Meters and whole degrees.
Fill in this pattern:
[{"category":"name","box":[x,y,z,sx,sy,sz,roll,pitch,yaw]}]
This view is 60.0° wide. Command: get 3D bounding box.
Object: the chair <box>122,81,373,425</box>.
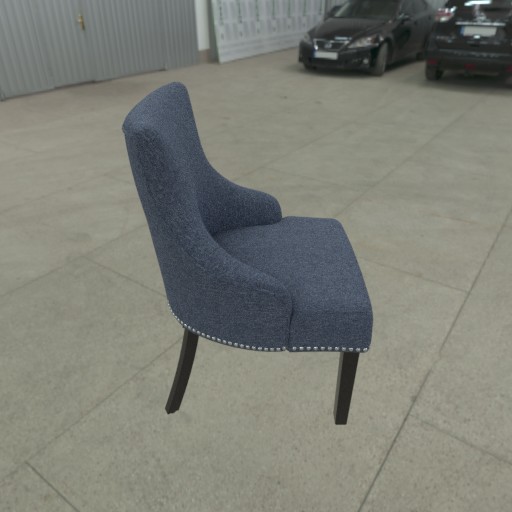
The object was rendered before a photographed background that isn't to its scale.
[{"category":"chair","box":[0.000,0.000,1.332,0.629,0.909,0.566,0,31,0]}]
